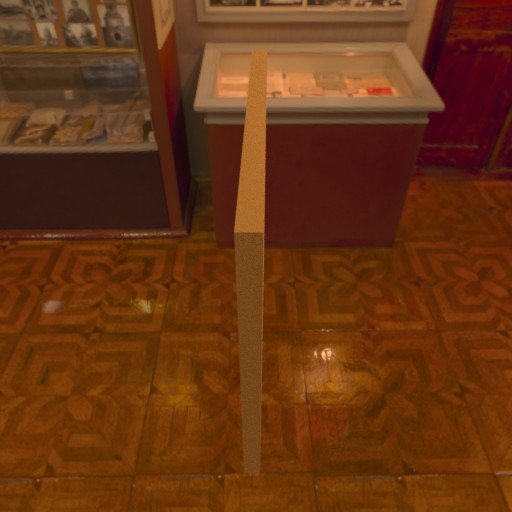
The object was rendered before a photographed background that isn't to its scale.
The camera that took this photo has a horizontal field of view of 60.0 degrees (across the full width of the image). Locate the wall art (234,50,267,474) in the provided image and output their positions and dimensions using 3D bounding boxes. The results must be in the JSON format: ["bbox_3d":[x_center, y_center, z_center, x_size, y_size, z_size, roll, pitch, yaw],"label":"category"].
[{"bbox_3d":[0.000,0.000,2.846,0.099,1.926,1.926,1,42,1],"label":"wall art"}]
